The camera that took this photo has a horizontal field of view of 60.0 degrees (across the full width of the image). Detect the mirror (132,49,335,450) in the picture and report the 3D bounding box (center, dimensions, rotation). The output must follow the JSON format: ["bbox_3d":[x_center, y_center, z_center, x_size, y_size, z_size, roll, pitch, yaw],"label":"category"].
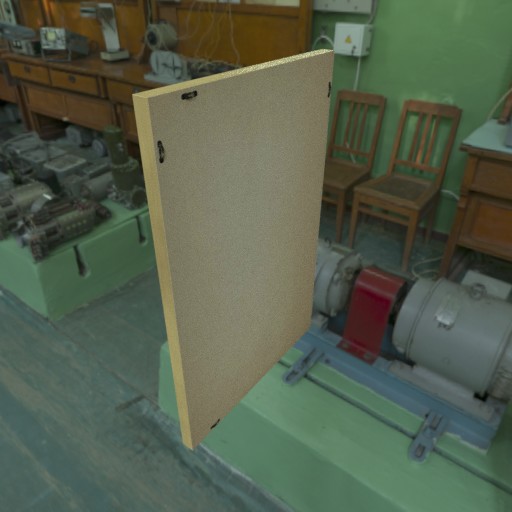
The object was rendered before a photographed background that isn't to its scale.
[{"bbox_3d":[0.000,0.000,1.153,0.041,0.915,0.609,22,39,30],"label":"mirror"}]
